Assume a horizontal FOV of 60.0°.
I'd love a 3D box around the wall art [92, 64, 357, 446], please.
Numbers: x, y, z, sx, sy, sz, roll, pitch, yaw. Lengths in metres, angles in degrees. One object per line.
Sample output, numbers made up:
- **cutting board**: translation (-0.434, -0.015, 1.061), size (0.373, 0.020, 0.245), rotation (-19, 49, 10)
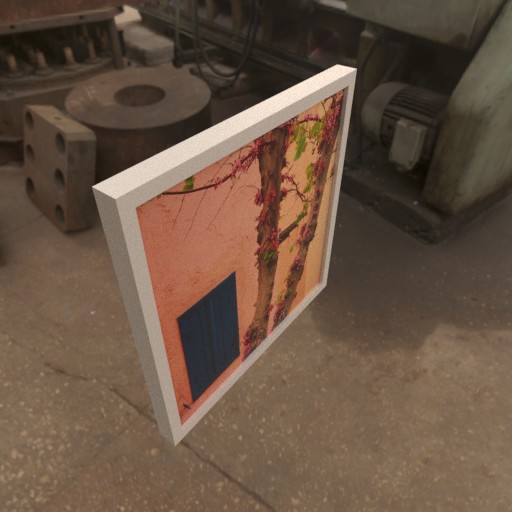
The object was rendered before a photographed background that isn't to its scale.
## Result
- **wall art**: translation (0.000, 0.000, 0.768), size (0.038, 0.508, 0.507), rotation (27, 47, 28)
